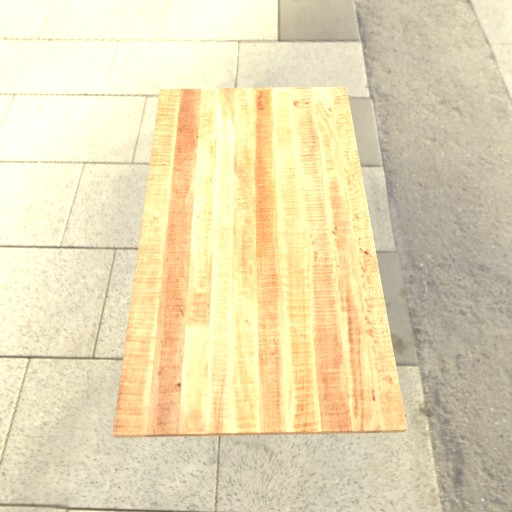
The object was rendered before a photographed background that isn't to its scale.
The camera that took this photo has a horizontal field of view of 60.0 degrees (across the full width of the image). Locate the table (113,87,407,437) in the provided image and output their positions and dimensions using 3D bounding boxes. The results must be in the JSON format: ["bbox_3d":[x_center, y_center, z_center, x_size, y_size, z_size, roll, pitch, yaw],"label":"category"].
[{"bbox_3d":[0.000,0.000,1.669,0.760,0.455,1.320,-1,60,0],"label":"table"}]
